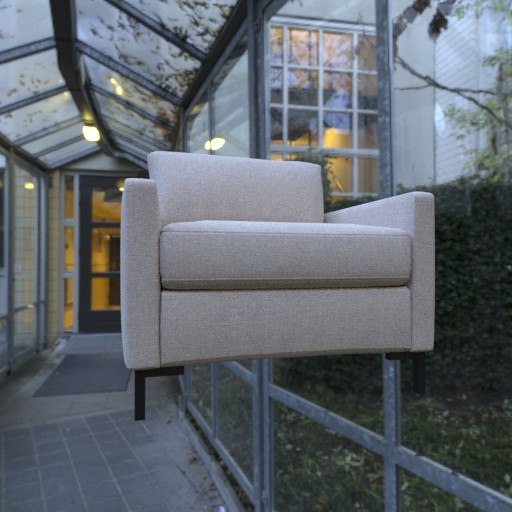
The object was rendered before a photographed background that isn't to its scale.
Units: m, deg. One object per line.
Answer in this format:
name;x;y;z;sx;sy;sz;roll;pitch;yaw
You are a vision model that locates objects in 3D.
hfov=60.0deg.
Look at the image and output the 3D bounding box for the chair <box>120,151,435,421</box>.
chair;0.000;0.000;1.649;0.963;0.861;0.866;0;-1;-16
